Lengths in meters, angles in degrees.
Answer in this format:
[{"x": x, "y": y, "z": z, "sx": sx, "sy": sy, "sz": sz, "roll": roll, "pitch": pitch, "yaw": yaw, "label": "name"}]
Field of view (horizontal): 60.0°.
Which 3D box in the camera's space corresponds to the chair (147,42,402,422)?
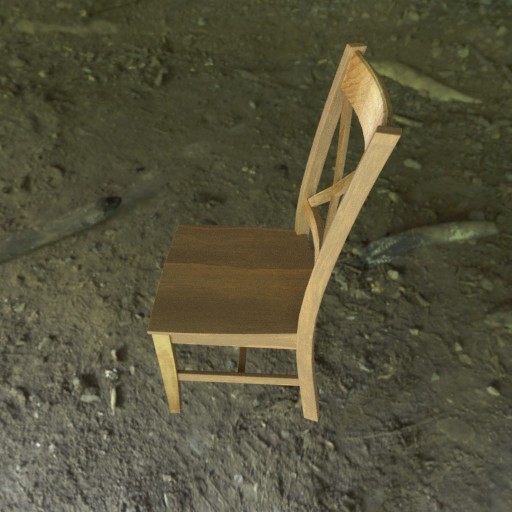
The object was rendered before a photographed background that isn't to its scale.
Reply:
[{"x": 0.000, "y": 0.000, "z": 1.235, "sx": 0.542, "sy": 0.983, "sz": 0.485, "roll": 2, "pitch": 42, "yaw": 2, "label": "chair"}]
